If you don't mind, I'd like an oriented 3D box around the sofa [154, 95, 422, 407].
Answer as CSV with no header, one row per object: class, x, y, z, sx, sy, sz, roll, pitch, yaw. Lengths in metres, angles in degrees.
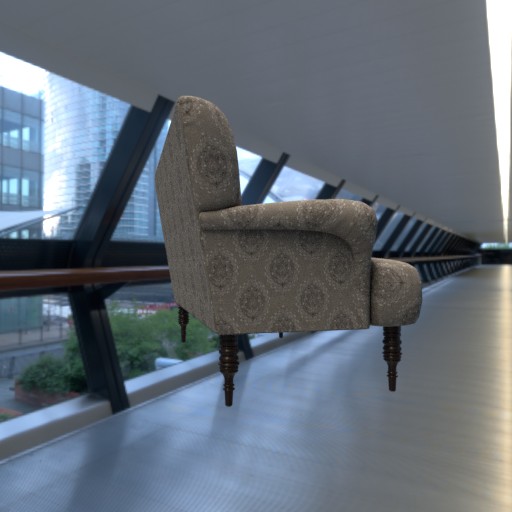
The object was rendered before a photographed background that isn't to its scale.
sofa,0.000,0.000,1.870,0.779,0.889,1.297,0,-1,-16
